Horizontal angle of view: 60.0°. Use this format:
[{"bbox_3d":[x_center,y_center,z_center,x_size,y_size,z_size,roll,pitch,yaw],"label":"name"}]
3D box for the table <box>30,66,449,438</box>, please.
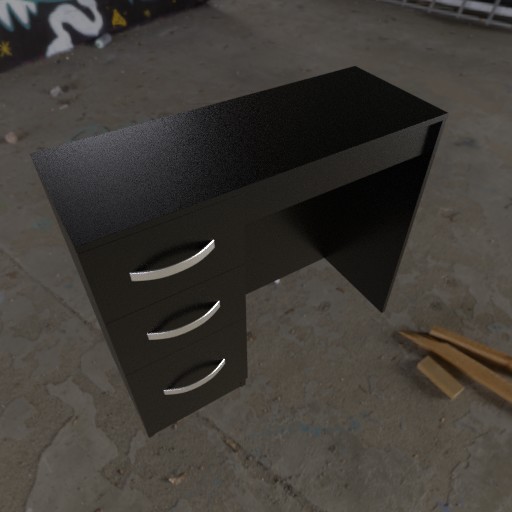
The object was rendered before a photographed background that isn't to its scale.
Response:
[{"bbox_3d":[0.000,0.000,1.306,0.930,0.790,0.380,-23,49,-22],"label":"table"}]
